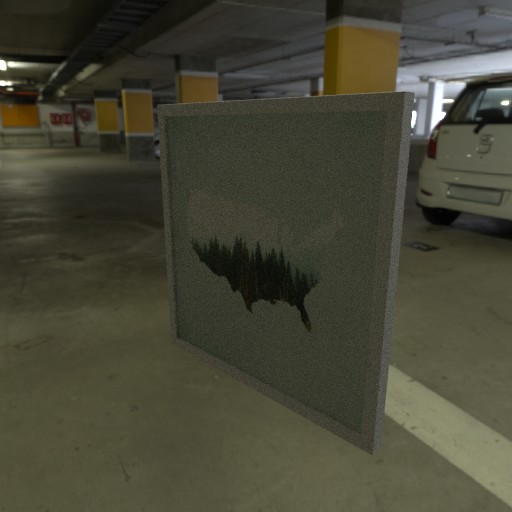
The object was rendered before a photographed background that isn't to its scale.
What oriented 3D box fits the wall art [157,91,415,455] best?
[{"bbox_3d":[0.000,0.000,1.147,0.762,0.762,0.038,15,22,42],"label":"wall art"}]
